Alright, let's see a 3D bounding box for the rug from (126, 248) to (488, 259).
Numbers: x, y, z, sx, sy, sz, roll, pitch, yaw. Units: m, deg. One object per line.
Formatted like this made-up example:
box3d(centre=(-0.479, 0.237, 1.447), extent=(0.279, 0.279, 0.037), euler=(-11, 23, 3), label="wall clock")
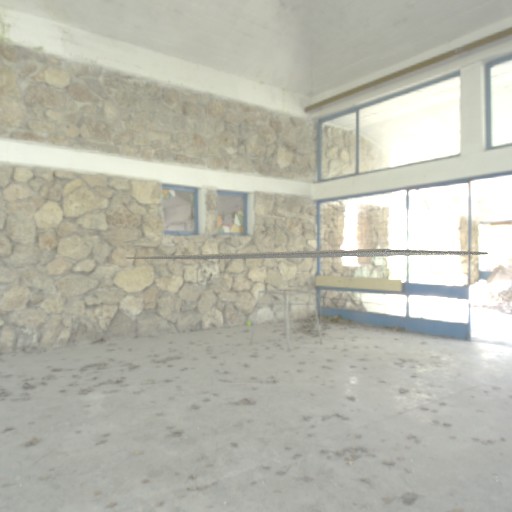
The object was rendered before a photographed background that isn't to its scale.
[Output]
box3d(centre=(0.000, 0.000, 2.023), extent=(0.553, 0.012, 1.827), euler=(1, -1, -36), label="rug")
